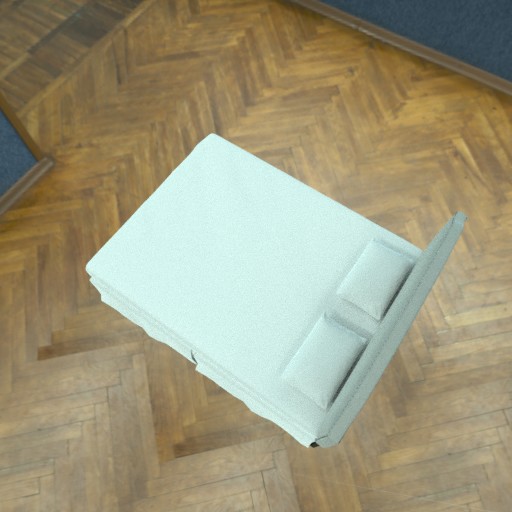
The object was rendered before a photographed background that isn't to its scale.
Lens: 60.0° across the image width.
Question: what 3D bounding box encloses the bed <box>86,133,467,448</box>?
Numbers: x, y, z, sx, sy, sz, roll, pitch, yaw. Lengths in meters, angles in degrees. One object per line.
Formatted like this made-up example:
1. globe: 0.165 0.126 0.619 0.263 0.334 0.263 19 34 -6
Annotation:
1. bed: 0.000 0.000 2.992 1.999 1.270 1.558 32 69 14
